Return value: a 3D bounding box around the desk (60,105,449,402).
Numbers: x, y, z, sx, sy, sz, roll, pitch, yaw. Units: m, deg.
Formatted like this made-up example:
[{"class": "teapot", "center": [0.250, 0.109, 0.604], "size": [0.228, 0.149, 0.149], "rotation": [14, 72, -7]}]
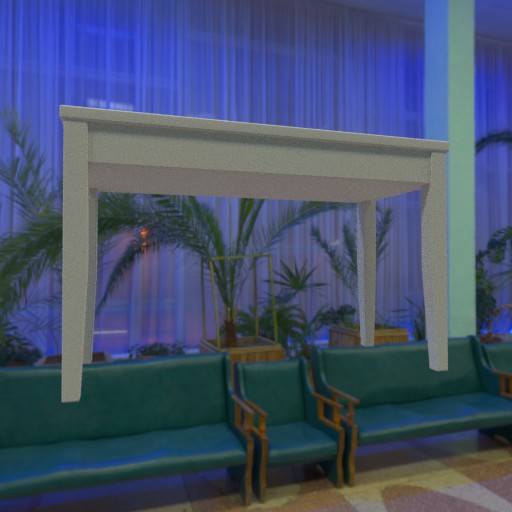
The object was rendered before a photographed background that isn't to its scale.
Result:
[{"class": "desk", "center": [0.000, 0.000, 1.565], "size": [1.220, 0.775, 0.508], "rotation": [0, -1, -17]}]
